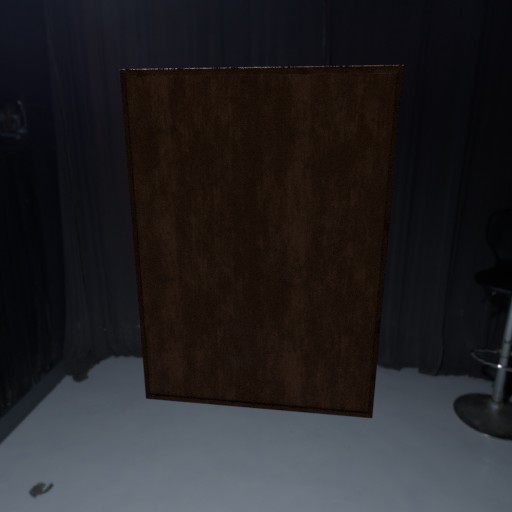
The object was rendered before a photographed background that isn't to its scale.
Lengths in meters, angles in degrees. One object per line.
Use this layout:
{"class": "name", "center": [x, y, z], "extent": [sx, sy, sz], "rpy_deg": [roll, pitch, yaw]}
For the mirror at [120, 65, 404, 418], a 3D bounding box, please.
{"class": "mirror", "center": [0.000, 0.000, 1.397], "extent": [0.796, 1.099, 0.028], "rpy_deg": [2, 17, 8]}
